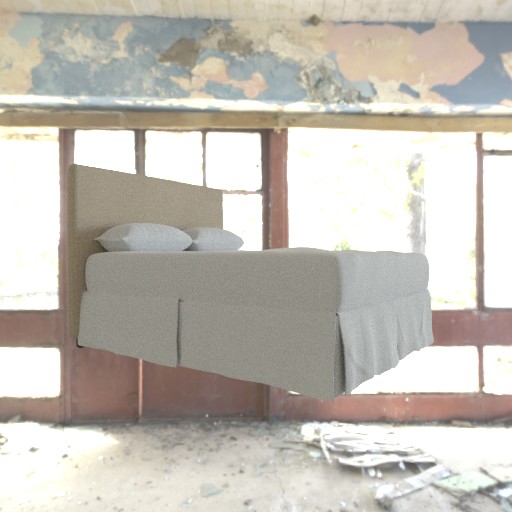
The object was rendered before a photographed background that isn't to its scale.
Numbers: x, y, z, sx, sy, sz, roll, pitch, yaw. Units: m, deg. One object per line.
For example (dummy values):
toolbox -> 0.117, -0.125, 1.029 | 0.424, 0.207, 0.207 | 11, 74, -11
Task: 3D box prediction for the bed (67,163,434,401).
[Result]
bed -> 0.000, 0.000, 3.240 | 2.142, 1.330, 1.723 | 0, 1, 35
